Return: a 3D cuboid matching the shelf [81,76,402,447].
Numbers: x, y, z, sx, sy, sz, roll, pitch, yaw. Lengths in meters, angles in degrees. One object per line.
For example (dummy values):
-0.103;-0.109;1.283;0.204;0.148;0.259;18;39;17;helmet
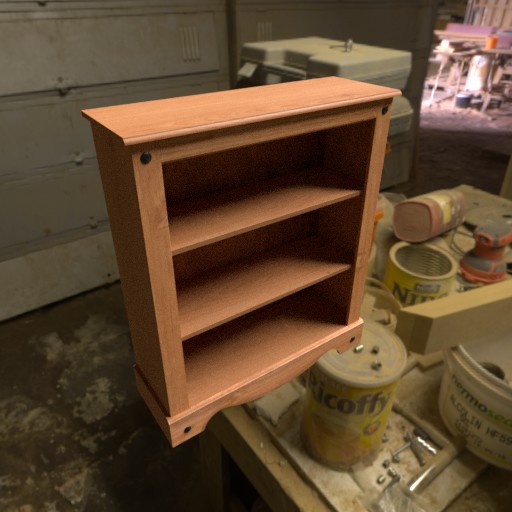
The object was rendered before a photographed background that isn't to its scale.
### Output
0.000;0.000;1.441;0.840;0.980;0.291;-20;37;-29;shelf
